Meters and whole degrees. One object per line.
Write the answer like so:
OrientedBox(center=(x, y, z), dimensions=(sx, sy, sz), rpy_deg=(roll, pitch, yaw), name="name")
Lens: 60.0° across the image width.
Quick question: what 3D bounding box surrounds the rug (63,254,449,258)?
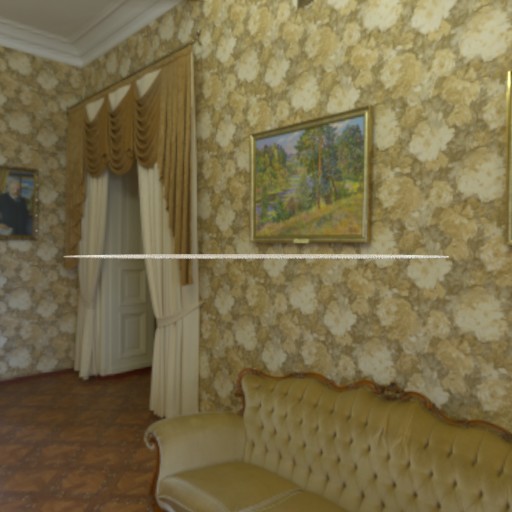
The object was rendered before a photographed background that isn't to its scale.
OrientedBox(center=(0.000, 0.000, 2.957), dimensions=(2.432, 0.006, 1.520), rpy_deg=(0, 1, 0), name="rug")
